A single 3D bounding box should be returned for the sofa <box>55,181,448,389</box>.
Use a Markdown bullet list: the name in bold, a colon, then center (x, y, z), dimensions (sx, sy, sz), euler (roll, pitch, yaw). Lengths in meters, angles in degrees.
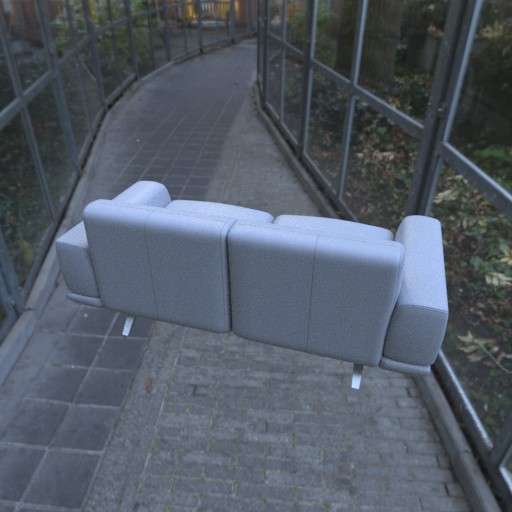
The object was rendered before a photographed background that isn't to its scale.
- **sofa**: center (0.000, 0.000, 2.436), dimensions (1.901, 0.772, 0.900), euler (9, 33, 15)
